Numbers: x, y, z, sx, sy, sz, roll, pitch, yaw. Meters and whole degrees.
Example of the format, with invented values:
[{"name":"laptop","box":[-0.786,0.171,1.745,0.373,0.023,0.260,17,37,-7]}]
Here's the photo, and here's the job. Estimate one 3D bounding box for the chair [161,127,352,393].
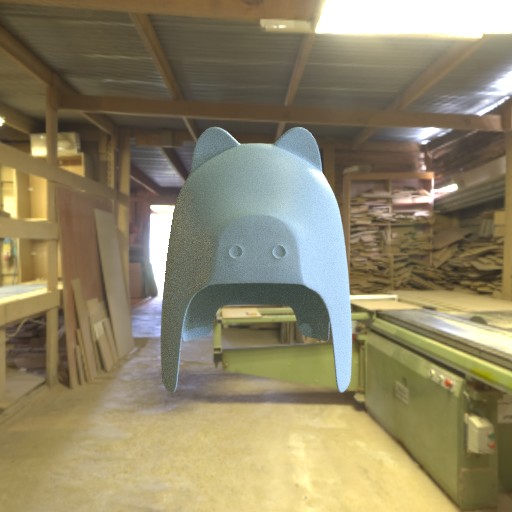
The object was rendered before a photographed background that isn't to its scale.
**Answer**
[{"name":"chair","box":[0.000,0.000,0.870,0.364,0.423,0.619,0,0,0]}]
